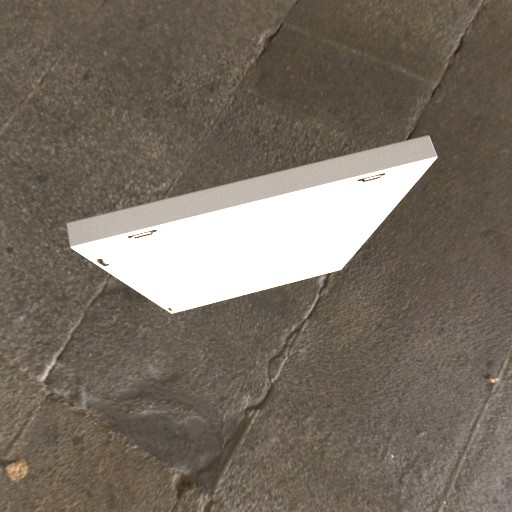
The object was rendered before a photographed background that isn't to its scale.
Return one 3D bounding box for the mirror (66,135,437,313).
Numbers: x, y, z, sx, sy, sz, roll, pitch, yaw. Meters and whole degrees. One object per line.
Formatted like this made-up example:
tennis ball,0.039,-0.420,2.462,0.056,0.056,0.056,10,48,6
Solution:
mirror,0.000,0.000,0.939,0.507,0.710,0.040,-14,76,-4
